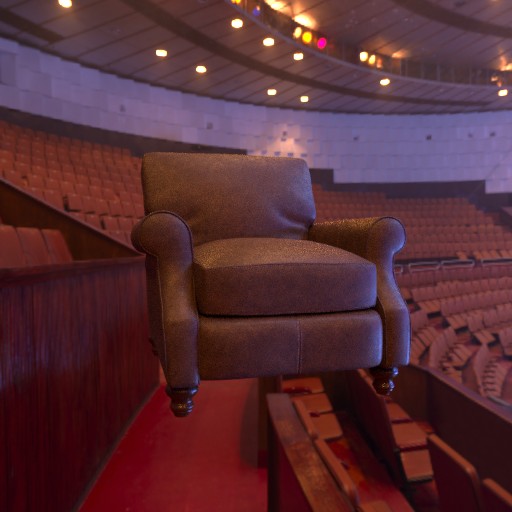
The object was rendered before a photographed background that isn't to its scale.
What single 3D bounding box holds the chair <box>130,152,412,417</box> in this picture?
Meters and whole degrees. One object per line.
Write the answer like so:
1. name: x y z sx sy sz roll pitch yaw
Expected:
1. chair: 0.000 0.000 1.844 0.996 0.976 1.002 0 1 -17
